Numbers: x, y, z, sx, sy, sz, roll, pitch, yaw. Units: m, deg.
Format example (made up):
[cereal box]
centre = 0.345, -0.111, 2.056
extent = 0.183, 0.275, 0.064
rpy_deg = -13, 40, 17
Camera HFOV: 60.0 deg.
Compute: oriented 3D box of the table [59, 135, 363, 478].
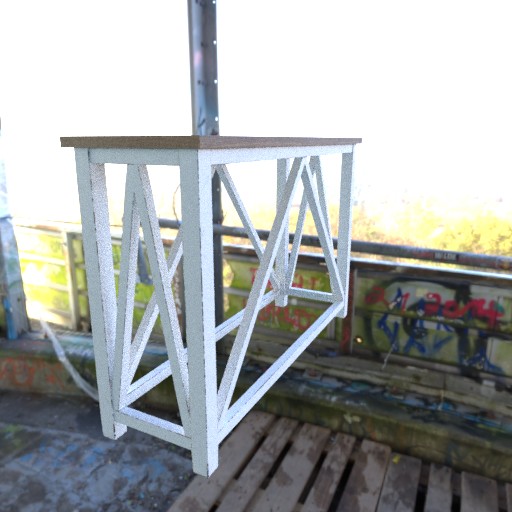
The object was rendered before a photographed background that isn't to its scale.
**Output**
[table]
centre = 0.000, 0.000, 1.795
extent = 0.450, 0.930, 1.400
rpy_deg = 8, 17, 27
